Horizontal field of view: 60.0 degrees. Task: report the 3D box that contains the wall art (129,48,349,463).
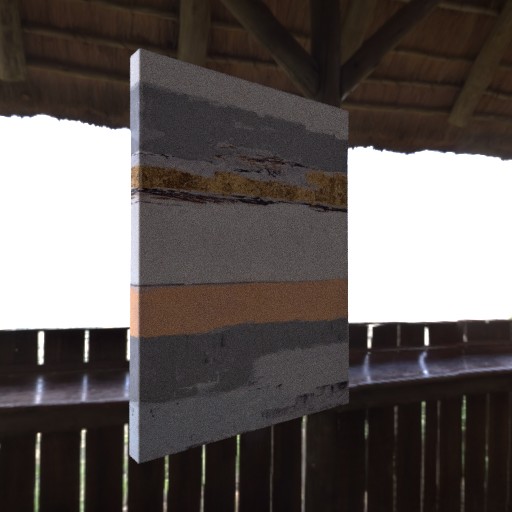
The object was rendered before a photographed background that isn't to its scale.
[{"bbox_3d":[0.000,0.000,0.799,0.456,0.609,0.038,0,-1,-37],"label":"wall art"}]
